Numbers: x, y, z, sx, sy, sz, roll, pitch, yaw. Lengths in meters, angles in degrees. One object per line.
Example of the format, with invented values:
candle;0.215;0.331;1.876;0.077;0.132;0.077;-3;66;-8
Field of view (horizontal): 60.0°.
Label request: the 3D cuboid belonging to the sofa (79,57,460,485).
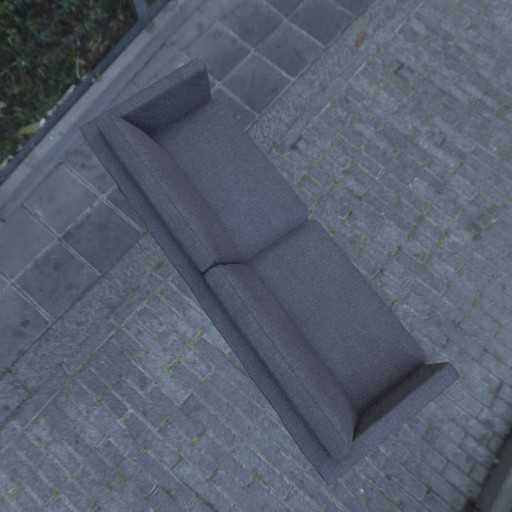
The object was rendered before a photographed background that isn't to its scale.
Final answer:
sofa;0.000;0.000;3.121;1.036;0.998;2.779;-35;77;-9
